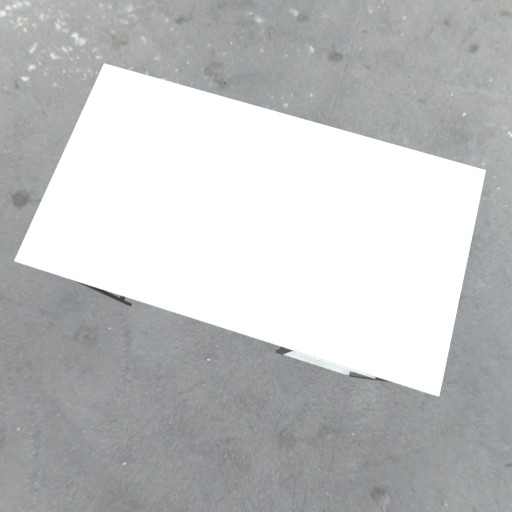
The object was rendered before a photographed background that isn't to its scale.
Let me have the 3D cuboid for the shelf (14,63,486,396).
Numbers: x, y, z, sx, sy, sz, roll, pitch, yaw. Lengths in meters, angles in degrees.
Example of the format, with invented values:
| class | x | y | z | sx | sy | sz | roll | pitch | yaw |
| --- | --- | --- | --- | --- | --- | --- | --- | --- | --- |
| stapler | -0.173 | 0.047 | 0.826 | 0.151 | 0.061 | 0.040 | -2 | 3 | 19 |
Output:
| class | x | y | z | sx | sy | sz | roll | pitch | yaw |
| --- | --- | --- | --- | --- | --- | --- | --- | --- | --- |
| shelf | 0.000 | 0.000 | 1.312 | 0.902 | 0.750 | 0.498 | 17 | 77 | 4 |
